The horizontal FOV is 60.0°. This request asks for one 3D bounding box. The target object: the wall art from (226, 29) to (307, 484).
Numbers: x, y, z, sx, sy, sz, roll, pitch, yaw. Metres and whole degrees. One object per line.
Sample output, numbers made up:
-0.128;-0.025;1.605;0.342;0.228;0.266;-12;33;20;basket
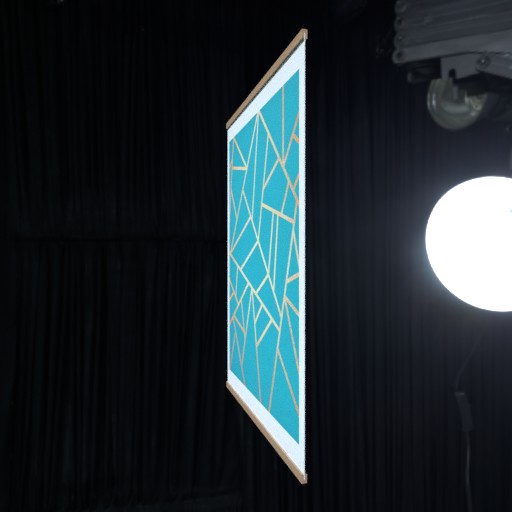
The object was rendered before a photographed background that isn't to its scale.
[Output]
0.000;0.000;1.355;0.013;1.016;0.758;0;0;-17;wall art
